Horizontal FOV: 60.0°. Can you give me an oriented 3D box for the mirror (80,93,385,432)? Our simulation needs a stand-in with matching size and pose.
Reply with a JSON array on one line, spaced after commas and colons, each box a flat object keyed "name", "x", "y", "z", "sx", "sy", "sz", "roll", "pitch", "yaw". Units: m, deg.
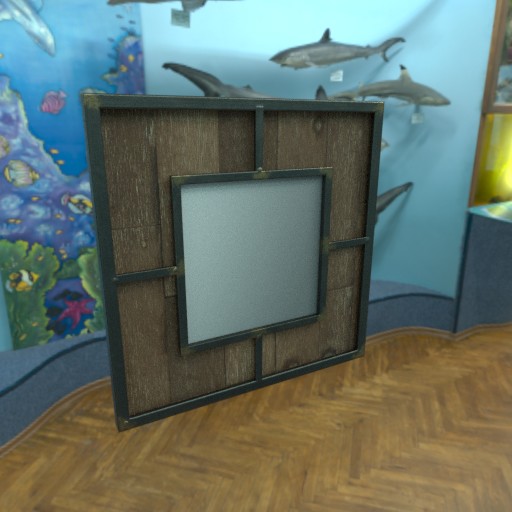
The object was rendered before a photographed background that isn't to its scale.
[{"name": "mirror", "x": 0.000, "y": 0.000, "z": 0.567, "sx": 0.382, "sy": 0.381, "sz": 0.020, "roll": -9, "pitch": 19, "yaw": -27}]
